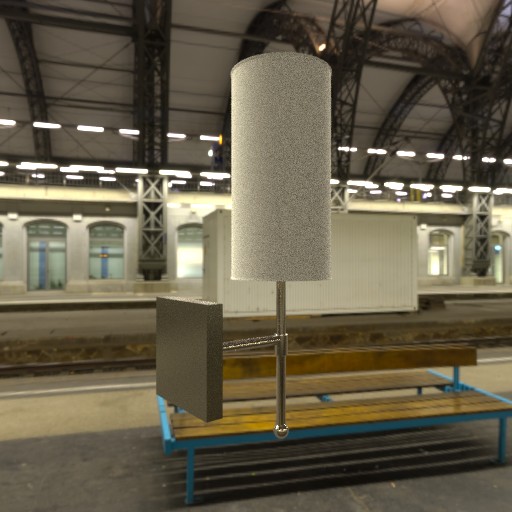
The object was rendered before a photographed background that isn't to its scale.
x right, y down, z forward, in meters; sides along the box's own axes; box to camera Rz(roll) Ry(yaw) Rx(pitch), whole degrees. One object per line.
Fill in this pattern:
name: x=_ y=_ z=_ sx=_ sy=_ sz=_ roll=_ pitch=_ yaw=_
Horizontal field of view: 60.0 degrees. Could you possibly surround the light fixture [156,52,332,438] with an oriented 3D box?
light fixture: x=0.000 y=0.000 z=0.540 sx=0.208 sy=0.462 sz=0.128 roll=0 pitch=-1 yaw=-37
